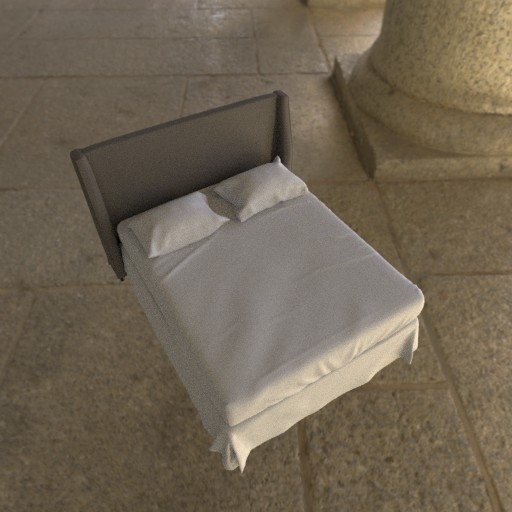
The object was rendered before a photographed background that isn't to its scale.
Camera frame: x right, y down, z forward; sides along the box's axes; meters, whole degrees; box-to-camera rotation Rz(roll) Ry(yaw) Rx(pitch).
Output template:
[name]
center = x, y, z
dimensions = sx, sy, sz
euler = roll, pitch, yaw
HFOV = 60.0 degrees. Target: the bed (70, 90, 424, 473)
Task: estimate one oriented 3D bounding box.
[bed]
center = 0.000, 0.000, 3.457
dimensions = 1.925, 1.332, 2.276
euler = -24, 51, -21
